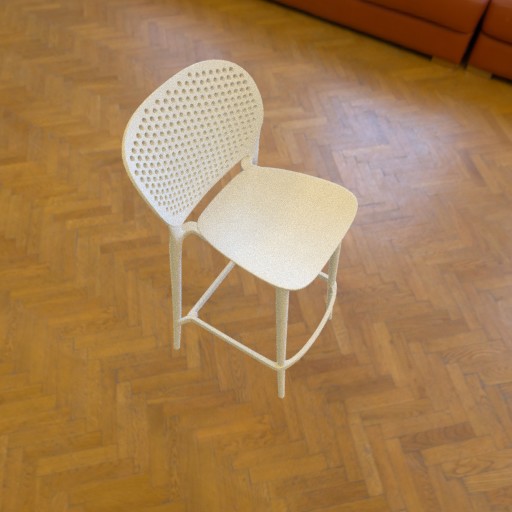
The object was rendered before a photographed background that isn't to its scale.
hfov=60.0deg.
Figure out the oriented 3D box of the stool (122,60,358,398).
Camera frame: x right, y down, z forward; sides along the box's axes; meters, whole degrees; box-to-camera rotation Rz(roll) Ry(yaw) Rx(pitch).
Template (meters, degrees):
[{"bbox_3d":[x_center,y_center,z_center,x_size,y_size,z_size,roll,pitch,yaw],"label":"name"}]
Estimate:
[{"bbox_3d":[0.000,0.000,1.404,0.535,1.045,0.536,28,61,17],"label":"stool"}]
